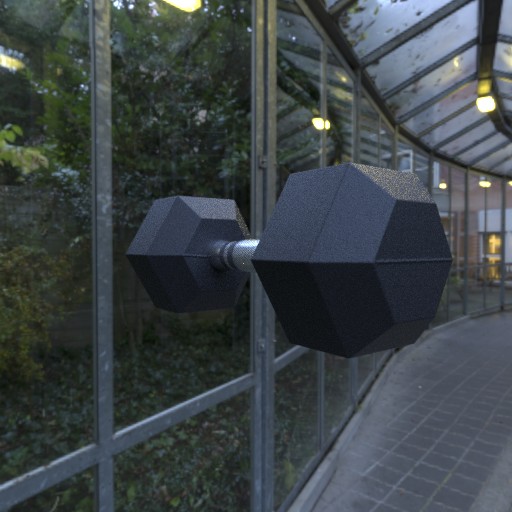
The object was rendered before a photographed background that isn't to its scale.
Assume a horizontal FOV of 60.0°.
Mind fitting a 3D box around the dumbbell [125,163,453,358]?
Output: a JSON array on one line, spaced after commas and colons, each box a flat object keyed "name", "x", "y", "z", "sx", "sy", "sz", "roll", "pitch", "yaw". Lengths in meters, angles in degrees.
[{"name": "dumbbell", "x": 0.000, "y": 0.000, "z": 0.414, "sx": 0.142, "sy": 0.123, "sz": 0.337, "roll": -1, "pitch": 2, "yaw": -37}]
